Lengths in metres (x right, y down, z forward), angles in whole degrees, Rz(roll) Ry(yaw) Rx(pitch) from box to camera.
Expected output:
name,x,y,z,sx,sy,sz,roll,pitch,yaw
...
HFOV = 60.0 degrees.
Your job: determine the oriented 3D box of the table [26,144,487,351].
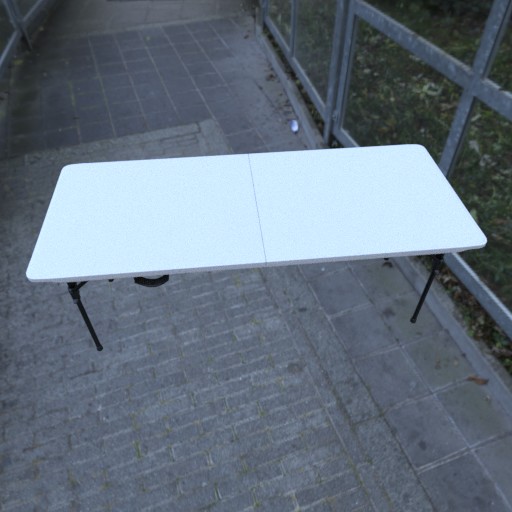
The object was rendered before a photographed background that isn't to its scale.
name,x,y,z,sx,sy,sz,roll,pitch,yaw
table,0.000,0.000,2.241,1.829,0.719,0.761,-4,46,-4
